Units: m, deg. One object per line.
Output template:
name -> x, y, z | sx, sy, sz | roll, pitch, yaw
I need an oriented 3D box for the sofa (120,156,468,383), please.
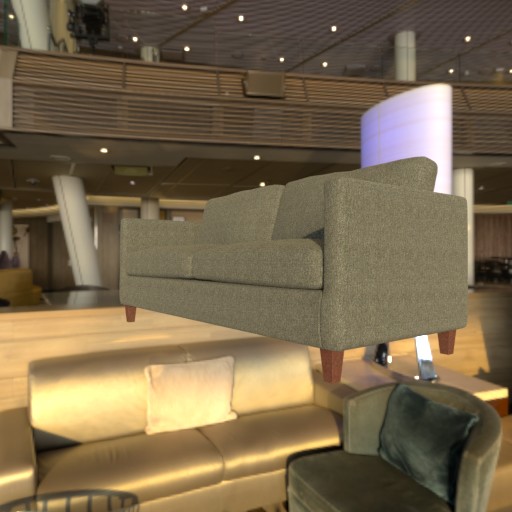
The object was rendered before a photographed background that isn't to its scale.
sofa -> 0.000, 0.000, 2.731 | 0.948, 0.965, 2.208 | 0, 0, -37
